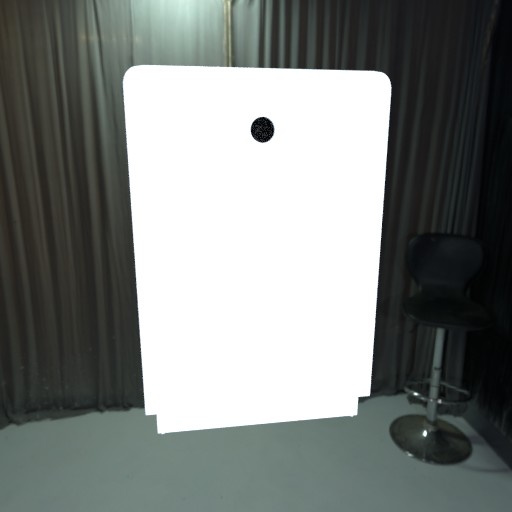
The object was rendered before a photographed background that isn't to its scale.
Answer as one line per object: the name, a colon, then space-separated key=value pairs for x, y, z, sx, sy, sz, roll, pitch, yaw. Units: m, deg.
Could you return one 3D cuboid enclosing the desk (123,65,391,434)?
desk: x=0.000 y=0.000 z=1.561 sx=0.795 sy=1.190 sz=0.278 roll=-2 pitch=14 yaw=-8
